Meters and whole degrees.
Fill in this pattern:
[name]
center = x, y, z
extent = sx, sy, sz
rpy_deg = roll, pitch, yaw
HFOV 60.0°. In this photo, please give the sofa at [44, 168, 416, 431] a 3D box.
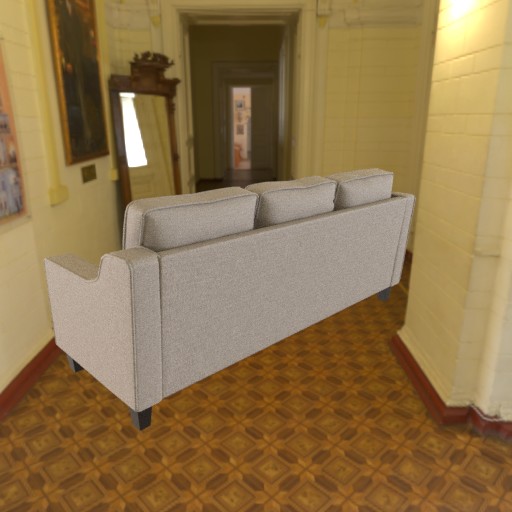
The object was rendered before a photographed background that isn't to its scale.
[sofa]
center = 0.000, 0.000, 2.637
extent = 2.129, 0.950, 0.899
rpy_deg = -16, 23, -42
